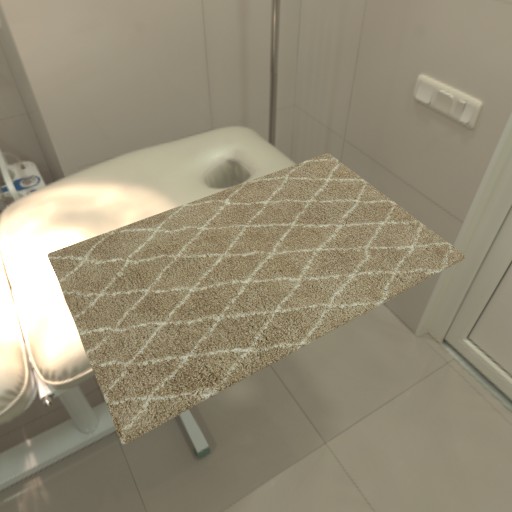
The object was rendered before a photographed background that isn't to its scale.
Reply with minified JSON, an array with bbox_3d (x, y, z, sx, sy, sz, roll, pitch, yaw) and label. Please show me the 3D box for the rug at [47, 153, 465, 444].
[{"bbox_3d":[0.000,0.000,3.035,2.438,0.030,1.524,-23,50,-22],"label":"rug"}]
